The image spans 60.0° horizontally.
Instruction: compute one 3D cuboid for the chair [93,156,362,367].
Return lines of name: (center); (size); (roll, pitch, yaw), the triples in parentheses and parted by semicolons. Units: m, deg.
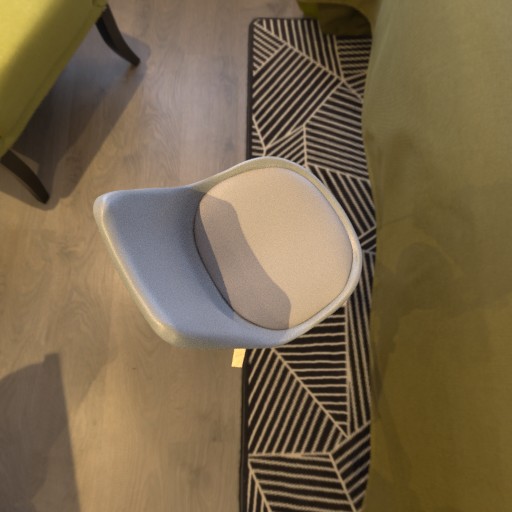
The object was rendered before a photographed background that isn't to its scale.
chair: (0.000, 0.000, 1.200); (0.550, 0.850, 0.485); (-30, 78, -7)
